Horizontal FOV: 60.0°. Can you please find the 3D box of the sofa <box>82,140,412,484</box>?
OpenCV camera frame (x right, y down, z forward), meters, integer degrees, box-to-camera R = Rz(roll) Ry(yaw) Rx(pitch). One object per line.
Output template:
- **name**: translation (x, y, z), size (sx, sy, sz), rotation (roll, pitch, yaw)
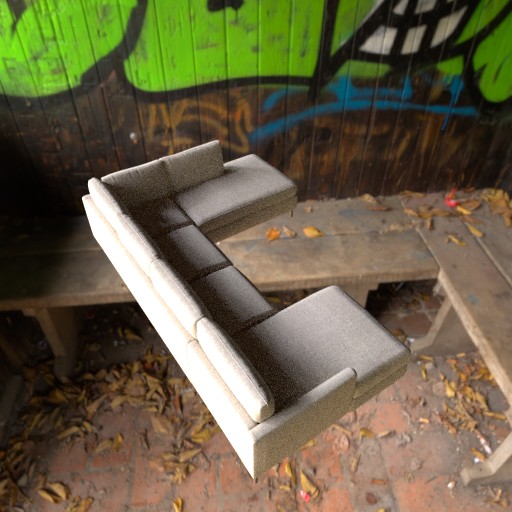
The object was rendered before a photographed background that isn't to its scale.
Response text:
- **sofa**: translation (0.000, 0.000, 3.575), size (1.879, 0.756, 2.737), rotation (-25, 47, -25)
